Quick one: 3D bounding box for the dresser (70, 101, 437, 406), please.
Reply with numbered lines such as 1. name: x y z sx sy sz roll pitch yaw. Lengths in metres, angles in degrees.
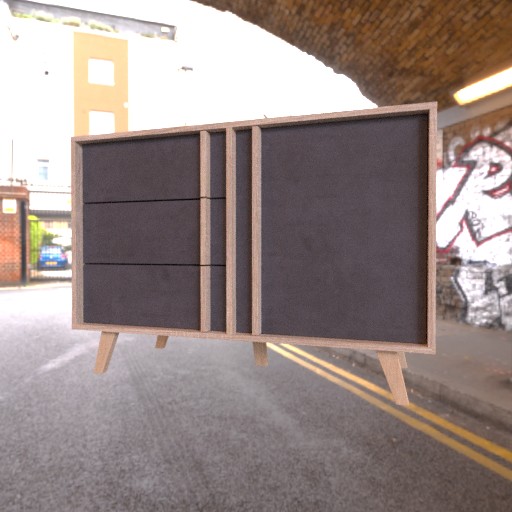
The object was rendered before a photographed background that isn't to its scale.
1. dresser: 0.000 0.000 1.516 1.110 0.780 0.500 0 1 18
